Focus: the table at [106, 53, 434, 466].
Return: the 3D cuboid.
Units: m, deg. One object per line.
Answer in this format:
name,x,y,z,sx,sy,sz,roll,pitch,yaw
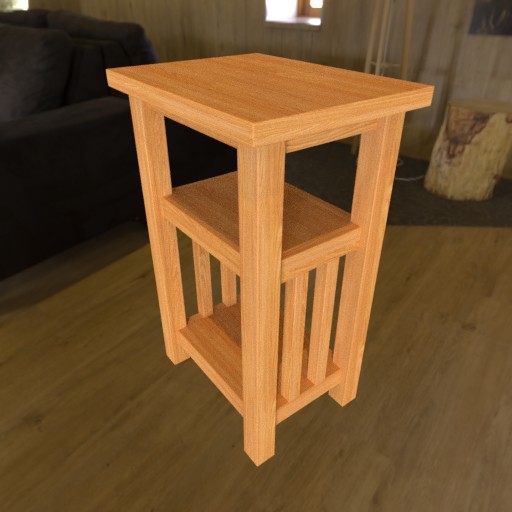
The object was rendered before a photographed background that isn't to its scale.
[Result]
table,0.000,0.000,0.723,0.270,0.550,0.350,-22,38,-31
